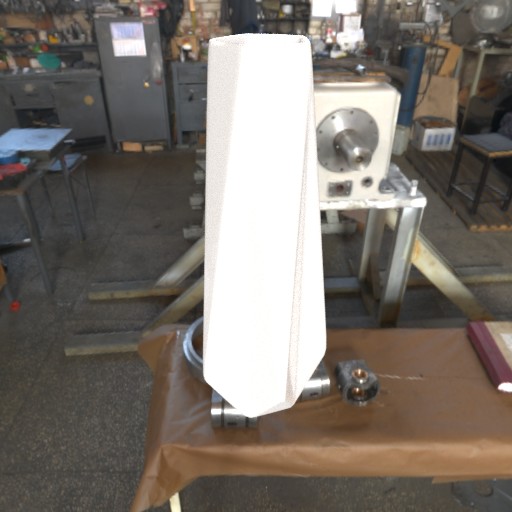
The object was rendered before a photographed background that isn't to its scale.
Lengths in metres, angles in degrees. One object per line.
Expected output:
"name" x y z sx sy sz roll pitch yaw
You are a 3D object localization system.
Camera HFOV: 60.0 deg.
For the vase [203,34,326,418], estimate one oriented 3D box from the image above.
"vase" 0.000 0.000 0.373 0.116 0.329 0.122 -21 37 -30
